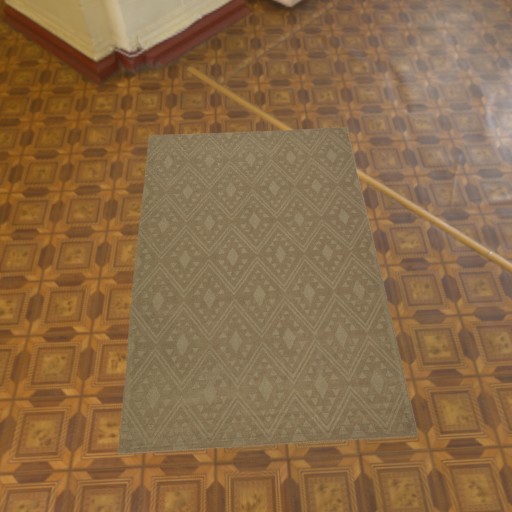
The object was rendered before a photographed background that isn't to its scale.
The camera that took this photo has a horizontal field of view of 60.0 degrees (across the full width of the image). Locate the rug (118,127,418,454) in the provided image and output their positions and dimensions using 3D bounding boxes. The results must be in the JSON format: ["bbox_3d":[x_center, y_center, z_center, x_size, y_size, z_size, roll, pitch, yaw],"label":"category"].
[{"bbox_3d":[0.000,0.000,2.300,1.252,0.034,1.829,-3,58,-2],"label":"rug"}]
